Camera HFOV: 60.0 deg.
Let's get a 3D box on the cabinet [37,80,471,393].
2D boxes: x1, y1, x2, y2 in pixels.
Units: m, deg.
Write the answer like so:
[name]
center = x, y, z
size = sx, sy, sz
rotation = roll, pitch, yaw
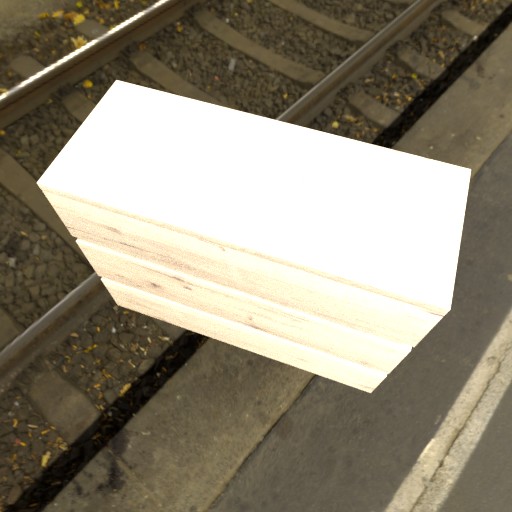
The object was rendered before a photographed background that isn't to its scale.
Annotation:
[cabinet]
center = 0.000, 0.000, 1.497
size = 1.040, 0.820, 0.420
rotation = 17, 61, 10
